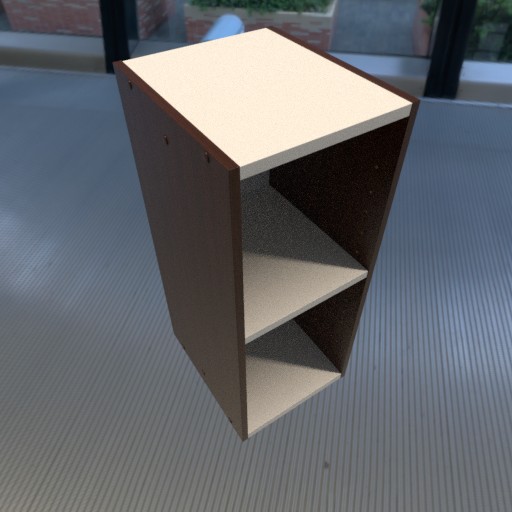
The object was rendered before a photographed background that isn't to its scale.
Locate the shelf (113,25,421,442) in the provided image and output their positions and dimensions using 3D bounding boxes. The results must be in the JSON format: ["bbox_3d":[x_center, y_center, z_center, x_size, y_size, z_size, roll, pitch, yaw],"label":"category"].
[{"bbox_3d":[0.000,0.000,0.745,0.253,0.600,0.290,-25,50,-23],"label":"shelf"}]
